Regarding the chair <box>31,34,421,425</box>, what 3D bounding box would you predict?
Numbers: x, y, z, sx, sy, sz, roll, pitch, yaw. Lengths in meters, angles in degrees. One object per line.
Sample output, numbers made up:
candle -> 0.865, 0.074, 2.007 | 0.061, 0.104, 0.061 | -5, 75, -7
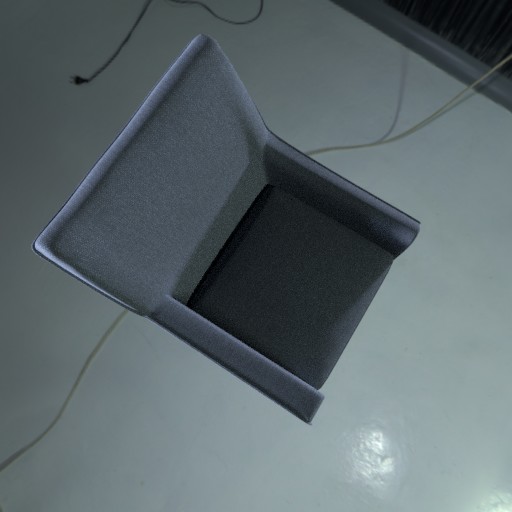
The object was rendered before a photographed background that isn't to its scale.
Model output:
chair -> 0.000, 0.000, 1.570 | 0.899, 0.919, 0.780 | 32, 78, 8
